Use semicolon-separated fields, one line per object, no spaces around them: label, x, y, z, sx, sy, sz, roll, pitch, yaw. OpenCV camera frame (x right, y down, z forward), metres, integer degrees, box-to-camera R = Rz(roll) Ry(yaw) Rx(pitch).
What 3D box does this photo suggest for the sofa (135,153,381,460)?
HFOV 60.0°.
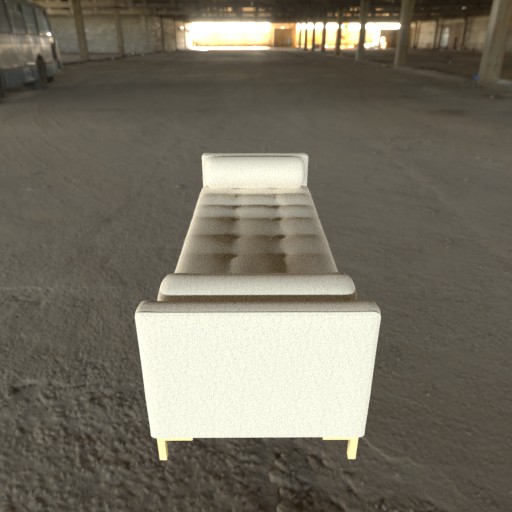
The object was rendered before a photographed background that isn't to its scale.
sofa;0.000;0.000;2.293;0.746;0.641;1.985;0;26;0
